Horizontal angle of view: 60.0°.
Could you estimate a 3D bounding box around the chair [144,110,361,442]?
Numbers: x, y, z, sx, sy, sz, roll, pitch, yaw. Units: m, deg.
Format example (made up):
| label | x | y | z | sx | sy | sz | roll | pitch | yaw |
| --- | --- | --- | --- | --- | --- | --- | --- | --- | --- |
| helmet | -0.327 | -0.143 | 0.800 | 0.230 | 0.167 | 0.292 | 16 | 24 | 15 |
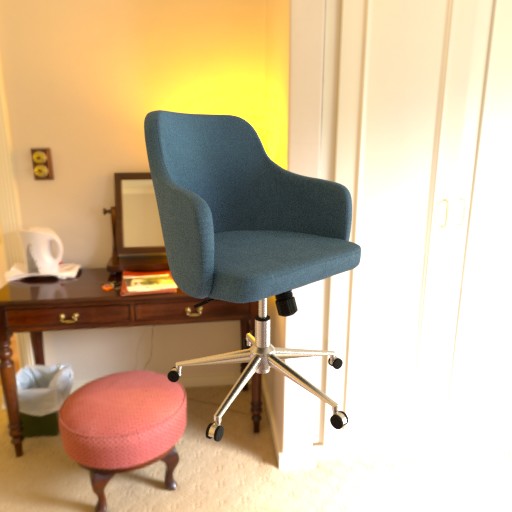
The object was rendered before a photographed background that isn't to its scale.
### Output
| label | x | y | z | sx | sy | sz | roll | pitch | yaw |
| --- | --- | --- | --- | --- | --- | --- | --- | --- | --- |
| chair | 0.000 | 0.000 | 1.285 | 0.599 | 0.820 | 0.655 | -13 | 19 | -43 |
